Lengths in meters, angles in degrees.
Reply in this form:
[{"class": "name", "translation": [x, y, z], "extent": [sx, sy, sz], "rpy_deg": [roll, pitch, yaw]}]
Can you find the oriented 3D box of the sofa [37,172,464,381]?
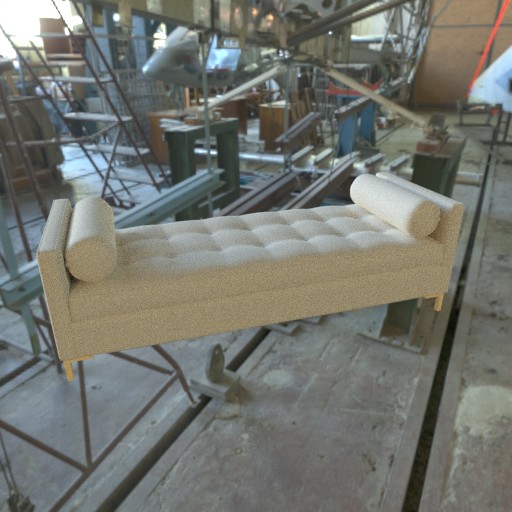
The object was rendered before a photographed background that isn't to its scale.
[{"class": "sofa", "translation": [0.000, 0.000, 2.377], "extent": [1.985, 0.641, 0.746], "rpy_deg": [-7, 26, -16]}]
